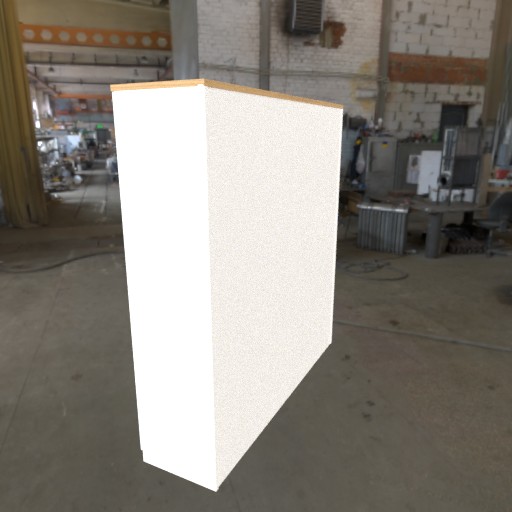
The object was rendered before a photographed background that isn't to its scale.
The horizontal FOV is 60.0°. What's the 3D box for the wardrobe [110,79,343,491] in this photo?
[{"bbox_3d":[0.000,0.000,3.352,0.590,2.260,2.160,8,17,26],"label":"wardrobe"}]
